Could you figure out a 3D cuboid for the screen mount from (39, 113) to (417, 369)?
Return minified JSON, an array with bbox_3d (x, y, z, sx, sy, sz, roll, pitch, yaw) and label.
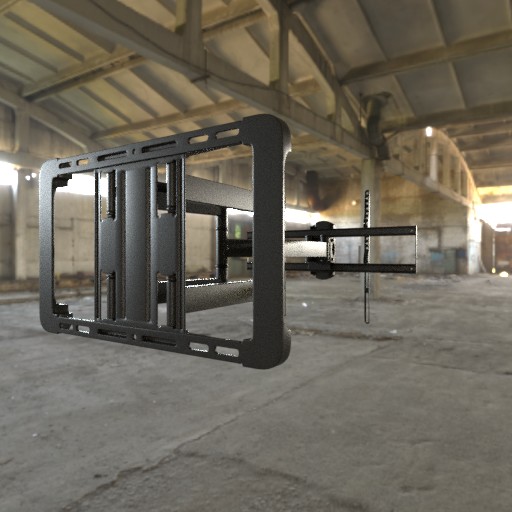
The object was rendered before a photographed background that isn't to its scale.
[{"bbox_3d":[0.000,0.000,1.302,0.725,0.483,0.905,0,0,34],"label":"screen mount"}]
